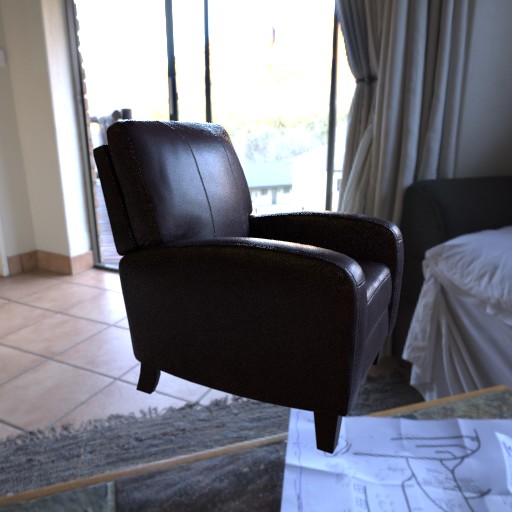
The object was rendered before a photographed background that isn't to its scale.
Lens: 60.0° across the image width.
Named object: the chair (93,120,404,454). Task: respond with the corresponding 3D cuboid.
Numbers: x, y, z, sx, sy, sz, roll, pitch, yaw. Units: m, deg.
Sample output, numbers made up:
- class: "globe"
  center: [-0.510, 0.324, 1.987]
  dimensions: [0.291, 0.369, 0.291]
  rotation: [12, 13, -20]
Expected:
- class: "chair"
  center: [0.000, 0.000, 1.688]
  dimensions: [0.990, 0.990, 0.762]
  rotation: [8, 17, 26]
